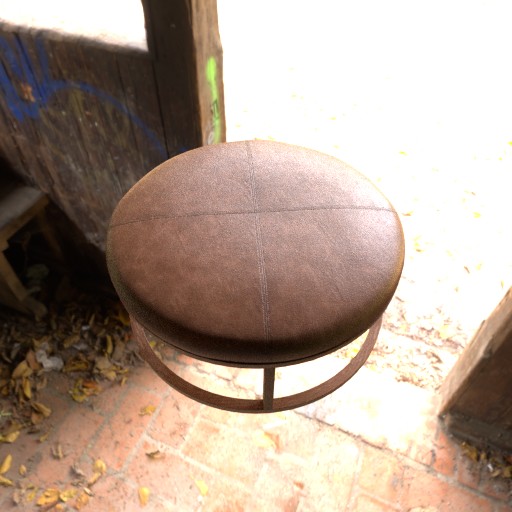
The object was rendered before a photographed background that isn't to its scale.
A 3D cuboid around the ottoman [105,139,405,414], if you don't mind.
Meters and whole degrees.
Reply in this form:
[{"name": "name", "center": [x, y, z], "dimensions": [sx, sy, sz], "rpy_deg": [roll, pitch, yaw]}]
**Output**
[{"name": "ottoman", "center": [0.000, 0.000, 1.625], "dimensions": [1.006, 0.445, 1.006], "rpy_deg": [0, 48, 0]}]
